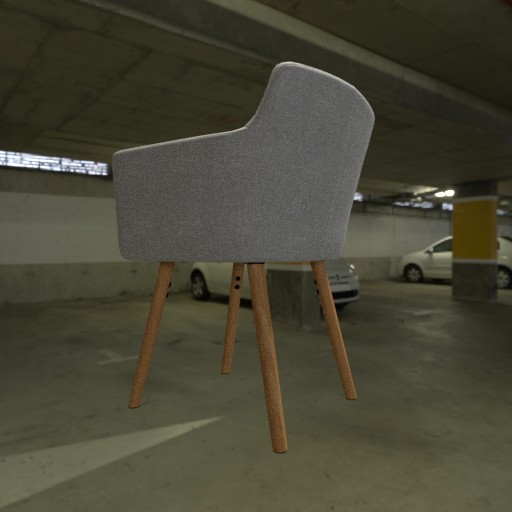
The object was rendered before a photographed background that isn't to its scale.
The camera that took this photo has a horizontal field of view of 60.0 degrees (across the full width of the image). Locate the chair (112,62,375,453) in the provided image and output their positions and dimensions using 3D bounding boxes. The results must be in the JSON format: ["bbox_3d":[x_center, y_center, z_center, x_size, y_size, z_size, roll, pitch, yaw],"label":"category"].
[{"bbox_3d":[0.000,0.000,1.151,0.540,0.780,0.570,1,1,34],"label":"chair"}]
